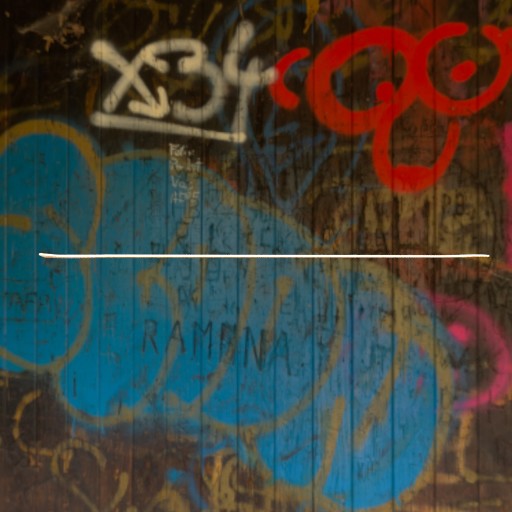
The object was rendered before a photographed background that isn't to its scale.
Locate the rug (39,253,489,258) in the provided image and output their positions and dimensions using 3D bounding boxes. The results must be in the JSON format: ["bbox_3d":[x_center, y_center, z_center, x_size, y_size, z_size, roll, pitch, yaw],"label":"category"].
[{"bbox_3d":[0.000,0.000,2.367,1.947,0.023,1.214,0,0,-18],"label":"rug"}]
